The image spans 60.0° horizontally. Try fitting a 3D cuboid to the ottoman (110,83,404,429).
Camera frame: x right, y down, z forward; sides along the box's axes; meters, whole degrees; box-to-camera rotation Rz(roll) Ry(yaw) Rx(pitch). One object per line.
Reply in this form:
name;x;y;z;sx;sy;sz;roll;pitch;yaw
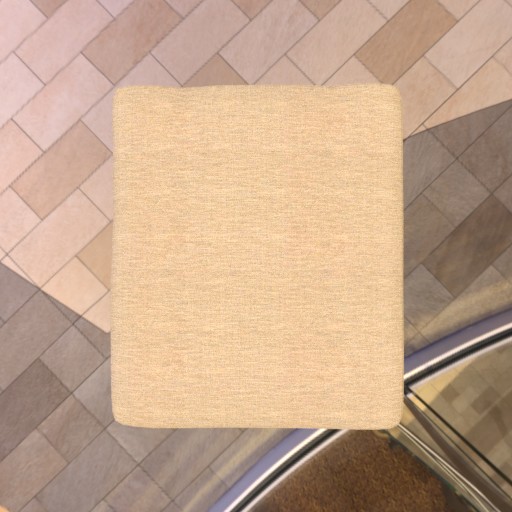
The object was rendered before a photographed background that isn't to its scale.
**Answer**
ottoman;0.000;0.000;1.432;0.836;0.492;0.976;0;89;1
